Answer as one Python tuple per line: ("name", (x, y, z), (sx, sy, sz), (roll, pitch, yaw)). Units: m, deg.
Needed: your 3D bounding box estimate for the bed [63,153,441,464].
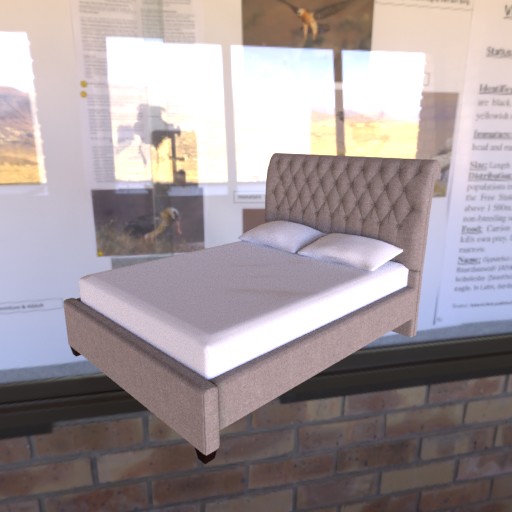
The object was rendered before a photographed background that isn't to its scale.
("bed", (0.000, 0.000, 3.267), (2.252, 1.371, 1.645), (-15, 21, -42))
